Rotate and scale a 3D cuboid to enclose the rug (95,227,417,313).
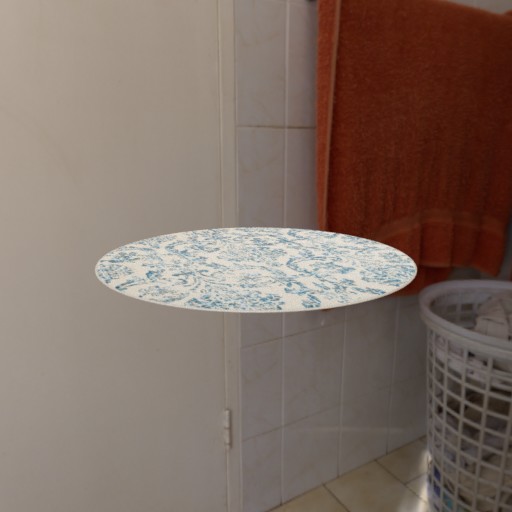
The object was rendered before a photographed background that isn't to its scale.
[{"bbox_3d":[0.000,0.000,2.324,1.593,0.012,1.593,0,14,0],"label":"rug"}]
